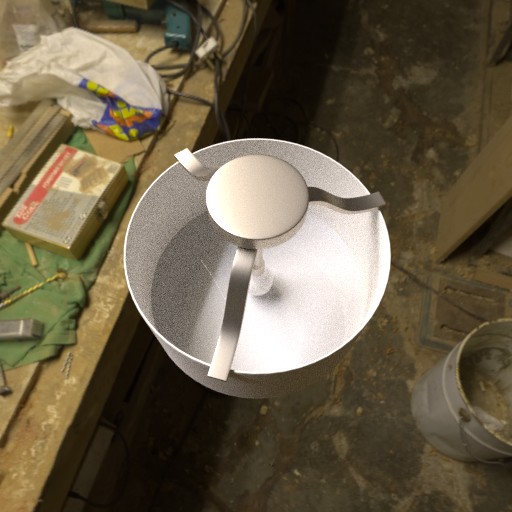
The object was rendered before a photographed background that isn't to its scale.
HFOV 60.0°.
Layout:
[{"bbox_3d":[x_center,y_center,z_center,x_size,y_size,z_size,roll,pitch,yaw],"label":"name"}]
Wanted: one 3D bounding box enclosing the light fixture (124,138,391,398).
[{"bbox_3d":[0.000,0.000,0.669,0.395,0.304,0.395,0,63,0],"label":"light fixture"}]
